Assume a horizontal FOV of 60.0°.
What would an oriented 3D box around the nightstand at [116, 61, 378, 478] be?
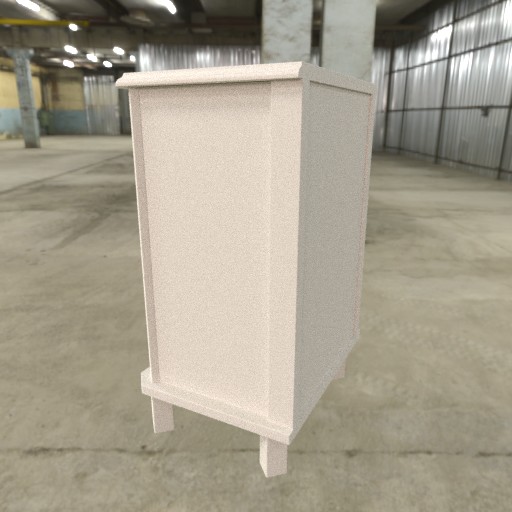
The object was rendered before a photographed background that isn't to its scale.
[{"bbox_3d":[0.000,0.000,0.920,0.351,0.681,0.435,9,19,26],"label":"nightstand"}]
